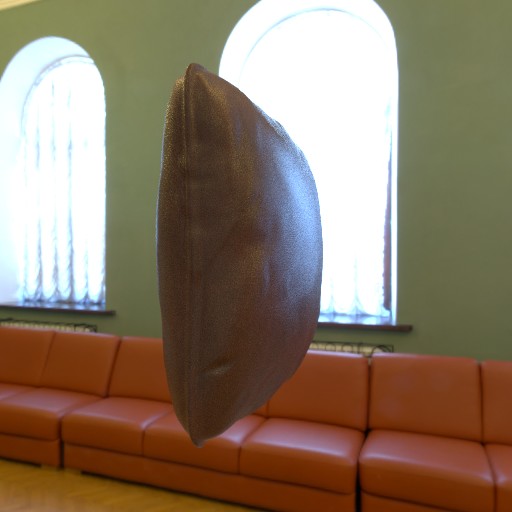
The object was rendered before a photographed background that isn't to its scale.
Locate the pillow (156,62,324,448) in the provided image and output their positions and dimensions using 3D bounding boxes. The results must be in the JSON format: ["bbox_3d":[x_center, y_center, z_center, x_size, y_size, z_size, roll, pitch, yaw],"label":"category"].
[{"bbox_3d":[0.000,0.000,0.818,0.236,0.523,0.532,0,0,19],"label":"pillow"}]
